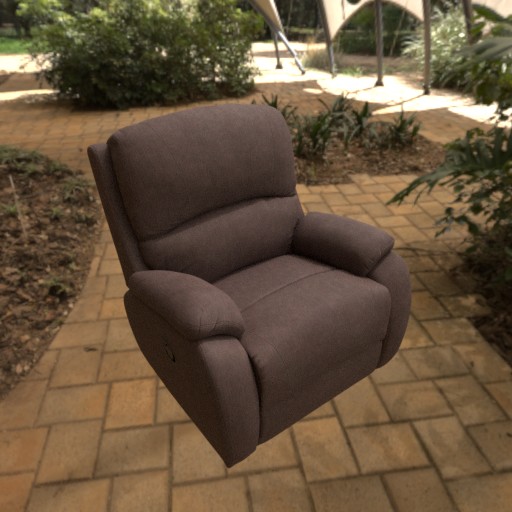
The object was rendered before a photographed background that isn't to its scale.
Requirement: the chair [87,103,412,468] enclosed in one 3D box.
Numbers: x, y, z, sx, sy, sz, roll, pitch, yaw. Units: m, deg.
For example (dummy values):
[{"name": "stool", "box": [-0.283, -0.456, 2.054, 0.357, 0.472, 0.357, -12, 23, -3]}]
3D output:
[{"name": "chair", "box": [0.000, 0.000, 1.709, 0.930, 1.011, 0.899, -21, 36, -32]}]
